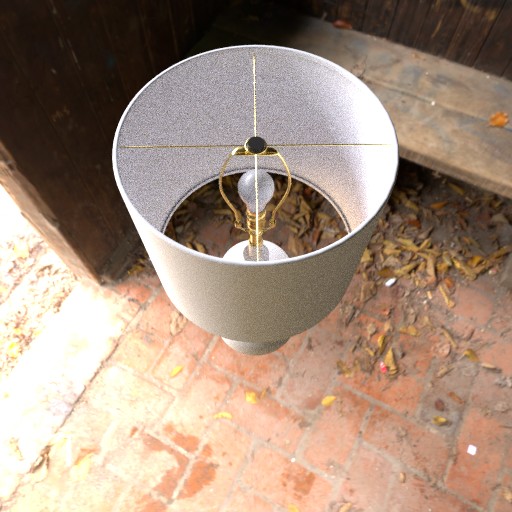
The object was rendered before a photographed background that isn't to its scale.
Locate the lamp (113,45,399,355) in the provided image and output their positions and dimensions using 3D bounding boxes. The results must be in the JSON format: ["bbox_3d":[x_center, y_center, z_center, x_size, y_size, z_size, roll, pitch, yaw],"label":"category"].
[{"bbox_3d":[0.000,0.000,0.704,0.301,0.533,0.301,-1,62,0],"label":"lamp"}]
